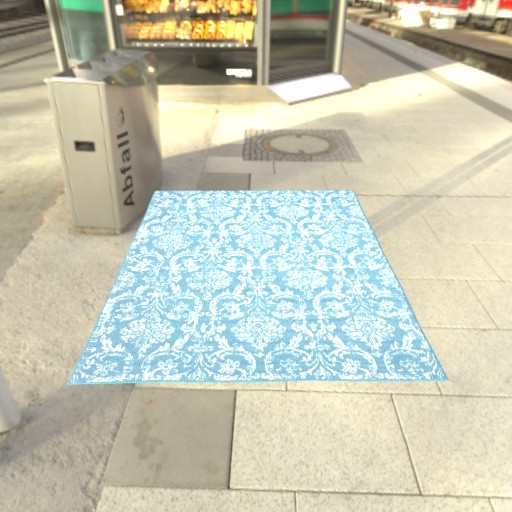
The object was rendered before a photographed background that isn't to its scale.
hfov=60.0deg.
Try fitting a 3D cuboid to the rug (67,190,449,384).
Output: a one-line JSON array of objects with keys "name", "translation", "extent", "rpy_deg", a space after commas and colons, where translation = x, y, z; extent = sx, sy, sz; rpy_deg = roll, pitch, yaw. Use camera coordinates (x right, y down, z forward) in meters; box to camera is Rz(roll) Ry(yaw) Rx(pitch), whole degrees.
[{"name": "rug", "translation": [0.000, 0.000, 4.009], "extent": [2.363, 0.012, 2.980], "rpy_deg": [0, 32, -1]}]
